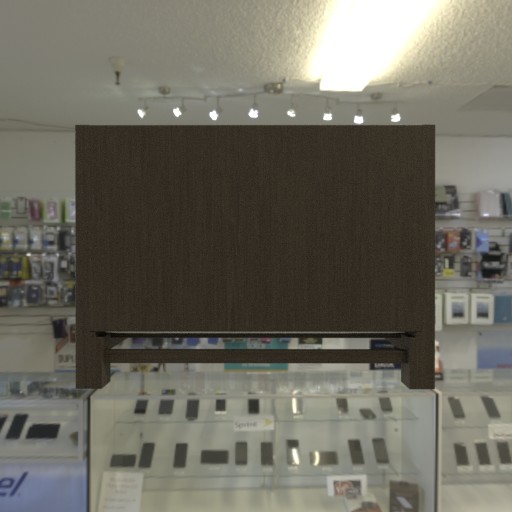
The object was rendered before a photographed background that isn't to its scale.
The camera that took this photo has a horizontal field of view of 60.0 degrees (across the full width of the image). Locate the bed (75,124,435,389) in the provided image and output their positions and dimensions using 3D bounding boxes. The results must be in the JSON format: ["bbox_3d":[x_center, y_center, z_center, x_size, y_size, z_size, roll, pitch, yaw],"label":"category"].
[{"bbox_3d":[0.000,0.000,3.247,1.727,1.270,2.242,0,0,0],"label":"bed"}]
